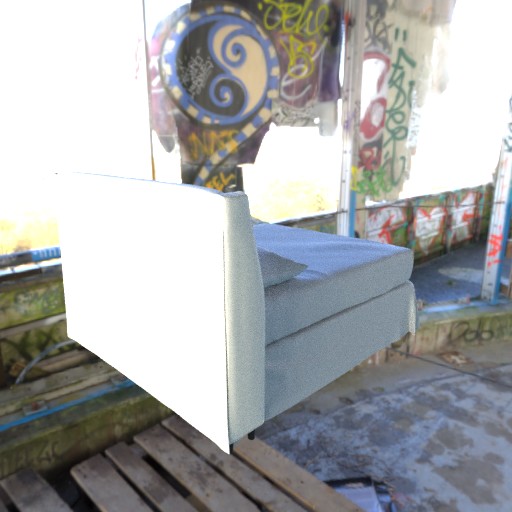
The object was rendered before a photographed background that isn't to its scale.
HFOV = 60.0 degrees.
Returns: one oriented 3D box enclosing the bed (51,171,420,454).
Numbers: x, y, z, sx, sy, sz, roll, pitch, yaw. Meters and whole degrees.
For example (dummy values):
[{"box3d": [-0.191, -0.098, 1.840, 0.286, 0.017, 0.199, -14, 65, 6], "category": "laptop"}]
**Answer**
[{"box3d": [0.000, 0.000, 3.436, 2.276, 1.332, 1.925, -14, 20, -43], "category": "bed"}]
